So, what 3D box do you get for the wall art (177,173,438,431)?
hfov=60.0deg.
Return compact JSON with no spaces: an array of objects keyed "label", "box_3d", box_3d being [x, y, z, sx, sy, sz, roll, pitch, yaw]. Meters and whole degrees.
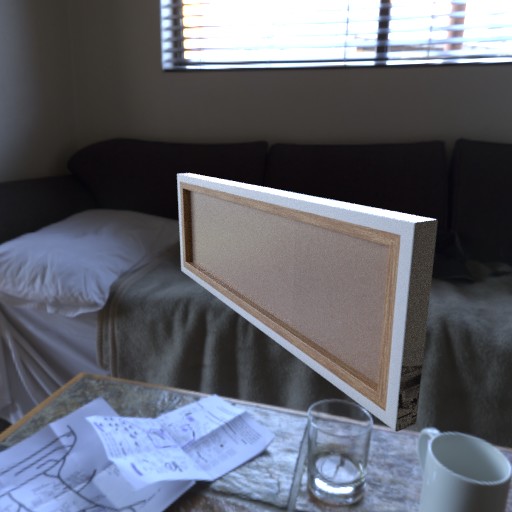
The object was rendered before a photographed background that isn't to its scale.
[{"label":"wall art","box_3d":[0.000,0.000,0.833,0.036,0.256,0.766,-8,17,-28]}]
